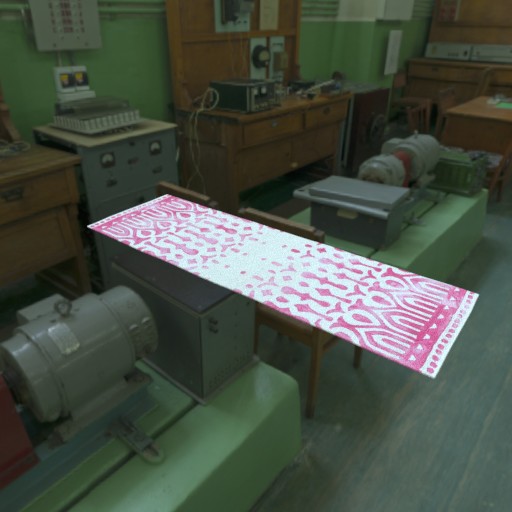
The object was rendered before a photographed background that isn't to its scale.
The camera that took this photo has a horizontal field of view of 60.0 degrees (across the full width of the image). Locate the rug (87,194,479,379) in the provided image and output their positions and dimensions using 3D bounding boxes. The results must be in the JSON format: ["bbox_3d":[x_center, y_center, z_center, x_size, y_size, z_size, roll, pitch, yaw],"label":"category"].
[{"bbox_3d":[0.000,0.000,2.755,2.458,0.011,0.787,20,35,32],"label":"rug"}]
